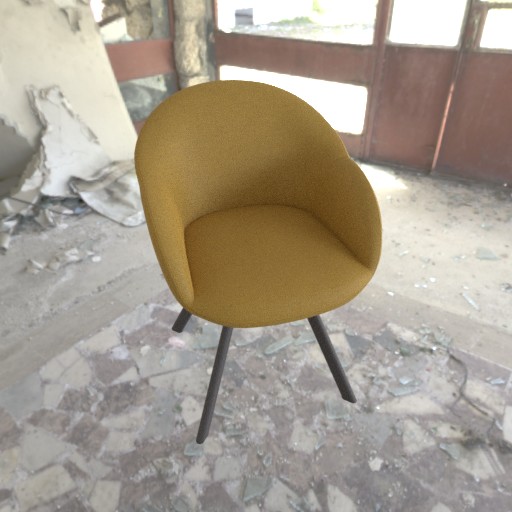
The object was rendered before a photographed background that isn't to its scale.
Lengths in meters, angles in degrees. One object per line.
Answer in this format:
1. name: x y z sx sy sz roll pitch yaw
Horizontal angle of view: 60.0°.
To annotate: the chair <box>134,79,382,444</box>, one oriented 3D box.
1. chair: 0.000 0.000 1.189 0.551 0.793 0.583 -9 33 -14
